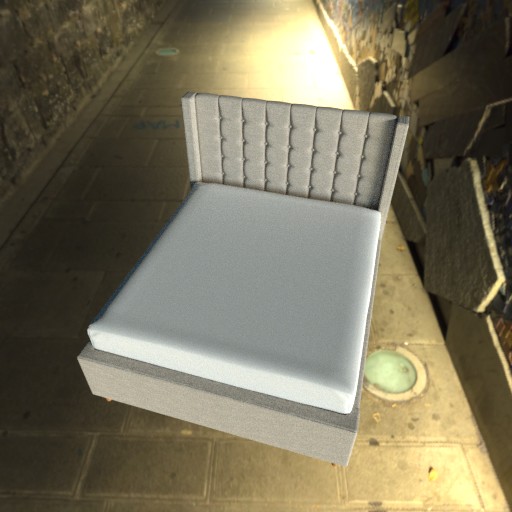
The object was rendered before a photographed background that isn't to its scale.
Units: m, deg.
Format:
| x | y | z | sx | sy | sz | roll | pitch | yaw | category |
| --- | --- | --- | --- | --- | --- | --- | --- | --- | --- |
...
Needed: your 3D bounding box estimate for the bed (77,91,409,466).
| x | y | z | sx | sy | sz | roll | pitch | yaw | category |
| --- | --- | --- | --- | --- | --- | --- | --- | --- | --- |
| 0.000 | 0.000 | 3.715 | 2.044 | 1.748 | 2.372 | 11 | 42 | 12 | bed |
